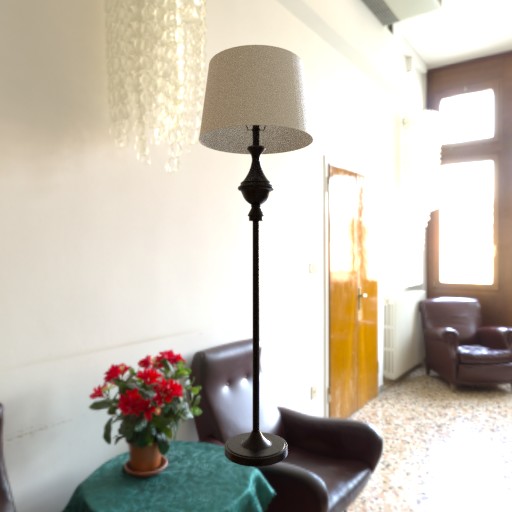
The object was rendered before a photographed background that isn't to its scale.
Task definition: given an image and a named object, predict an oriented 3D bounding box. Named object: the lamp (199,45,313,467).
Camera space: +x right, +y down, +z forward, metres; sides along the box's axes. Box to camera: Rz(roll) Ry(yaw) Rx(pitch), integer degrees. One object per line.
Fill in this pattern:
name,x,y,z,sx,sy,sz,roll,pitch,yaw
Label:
lamp,0.000,0.000,1.678,0.431,1.484,0.431,0,0,0
